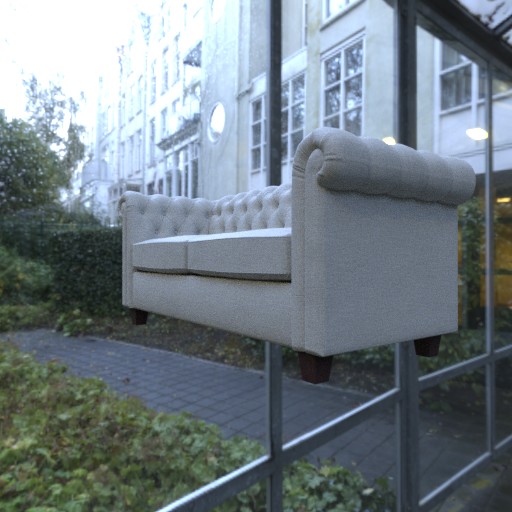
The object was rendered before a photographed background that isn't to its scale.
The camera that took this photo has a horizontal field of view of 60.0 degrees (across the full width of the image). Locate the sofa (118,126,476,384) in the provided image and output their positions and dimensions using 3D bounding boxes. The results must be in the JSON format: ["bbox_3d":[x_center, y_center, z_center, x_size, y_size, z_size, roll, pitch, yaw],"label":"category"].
[{"bbox_3d":[0.000,0.000,2.184,0.783,0.797,1.798,0,0,-36],"label":"sofa"}]
